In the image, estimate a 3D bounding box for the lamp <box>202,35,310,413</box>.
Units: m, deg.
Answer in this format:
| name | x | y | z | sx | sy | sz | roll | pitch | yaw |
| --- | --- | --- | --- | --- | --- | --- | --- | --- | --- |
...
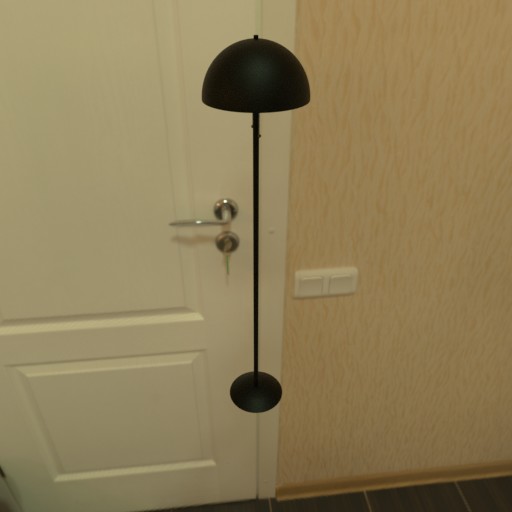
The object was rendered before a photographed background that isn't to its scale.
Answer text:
| name | x | y | z | sx | sy | sz | roll | pitch | yaw |
| --- | --- | --- | --- | --- | --- | --- | --- | --- | --- |
| lamp | 0.000 | 0.000 | 1.649 | 0.328 | 1.480 | 0.328 | -21 | 38 | -29 |
